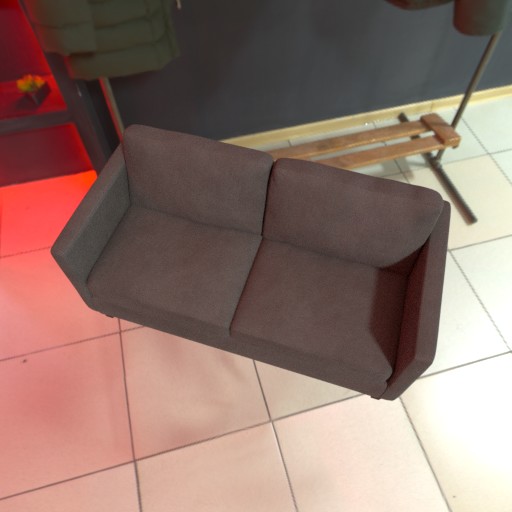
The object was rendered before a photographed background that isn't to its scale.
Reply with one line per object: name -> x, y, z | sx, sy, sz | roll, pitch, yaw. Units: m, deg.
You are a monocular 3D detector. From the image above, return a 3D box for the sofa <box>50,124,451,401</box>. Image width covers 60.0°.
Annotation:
sofa -> 0.000, 0.000, 2.468 | 1.884, 0.963, 0.950 | 15, 59, 9
